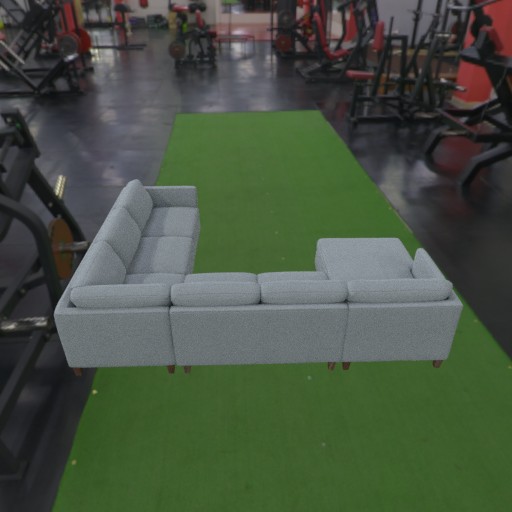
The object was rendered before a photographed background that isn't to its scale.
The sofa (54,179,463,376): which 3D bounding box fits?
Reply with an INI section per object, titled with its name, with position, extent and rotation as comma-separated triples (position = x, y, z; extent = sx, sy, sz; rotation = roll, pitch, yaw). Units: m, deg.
[sofa]
position = 0.000, 0.000, 4.640
extent = 3.238, 0.853, 2.551
rotation = -1, 32, -1
